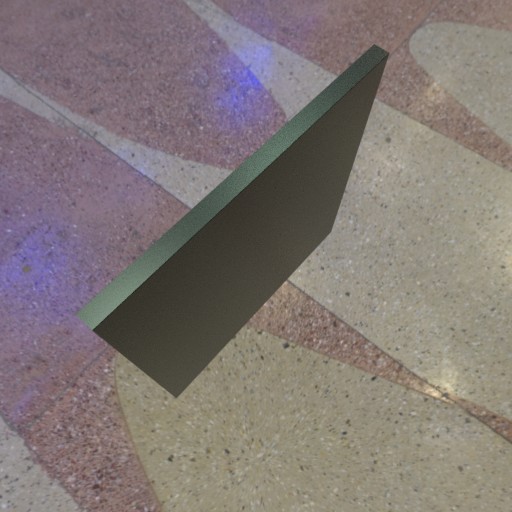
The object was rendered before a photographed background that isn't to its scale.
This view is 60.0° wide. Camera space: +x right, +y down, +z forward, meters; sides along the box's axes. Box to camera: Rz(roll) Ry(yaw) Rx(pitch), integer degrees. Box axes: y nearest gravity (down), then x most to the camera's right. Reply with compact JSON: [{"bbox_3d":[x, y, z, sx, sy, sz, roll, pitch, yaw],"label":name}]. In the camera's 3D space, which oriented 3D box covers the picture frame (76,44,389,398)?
[{"bbox_3d":[0.000,0.000,0.819,0.029,0.557,0.559,39,71,16],"label":"picture frame"}]
